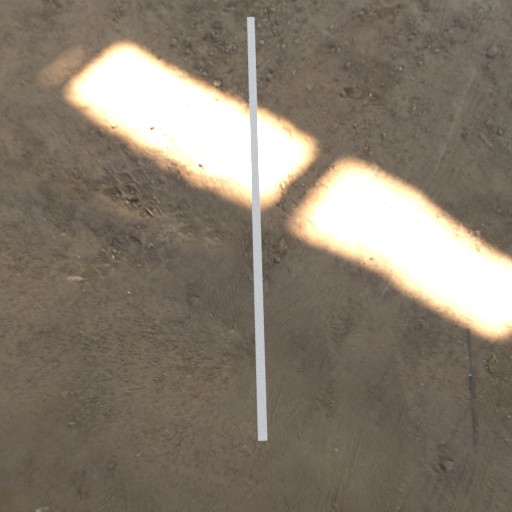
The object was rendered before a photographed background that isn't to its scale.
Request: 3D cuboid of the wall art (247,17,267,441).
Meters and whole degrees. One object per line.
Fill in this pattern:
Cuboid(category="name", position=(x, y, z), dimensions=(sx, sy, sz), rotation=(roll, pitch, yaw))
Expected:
Cuboid(category="wall art", position=(0.000, 0.000, 1.208), dimensions=(0.015, 0.812, 0.812), rotation=(-1, 76, 0))
